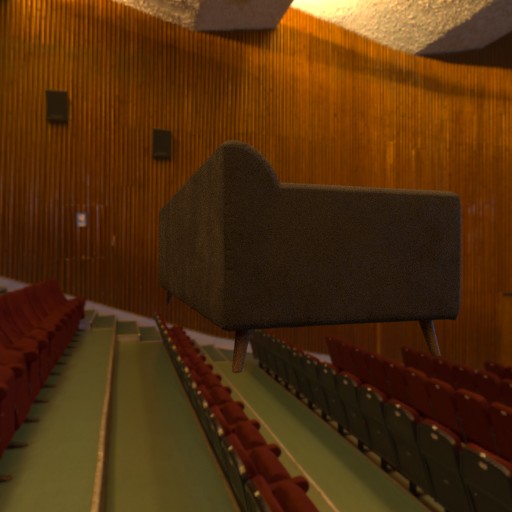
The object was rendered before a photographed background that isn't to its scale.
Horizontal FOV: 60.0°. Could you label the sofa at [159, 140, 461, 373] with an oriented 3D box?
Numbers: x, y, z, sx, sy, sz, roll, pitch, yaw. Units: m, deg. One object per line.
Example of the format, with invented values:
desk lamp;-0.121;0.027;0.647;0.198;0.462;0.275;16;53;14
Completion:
sofa;0.000;0.000;2.508;0.900;0.740;2.190;0;0;-17
